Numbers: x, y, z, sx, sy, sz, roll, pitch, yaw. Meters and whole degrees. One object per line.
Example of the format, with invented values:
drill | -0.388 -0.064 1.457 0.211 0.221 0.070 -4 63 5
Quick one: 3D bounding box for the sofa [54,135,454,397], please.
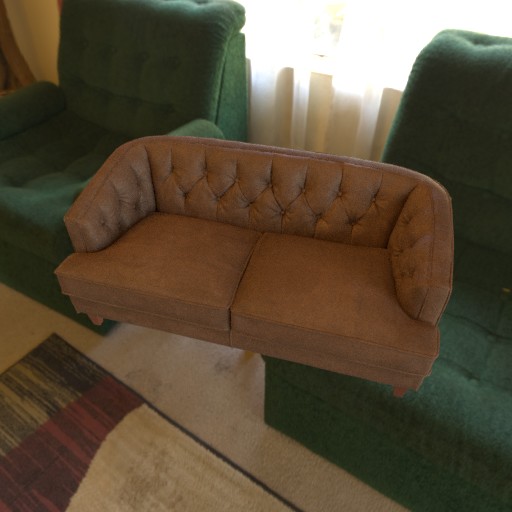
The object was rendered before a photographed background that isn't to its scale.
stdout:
sofa | 0.000 0.000 2.261 1.767 0.799 0.917 11 42 12
